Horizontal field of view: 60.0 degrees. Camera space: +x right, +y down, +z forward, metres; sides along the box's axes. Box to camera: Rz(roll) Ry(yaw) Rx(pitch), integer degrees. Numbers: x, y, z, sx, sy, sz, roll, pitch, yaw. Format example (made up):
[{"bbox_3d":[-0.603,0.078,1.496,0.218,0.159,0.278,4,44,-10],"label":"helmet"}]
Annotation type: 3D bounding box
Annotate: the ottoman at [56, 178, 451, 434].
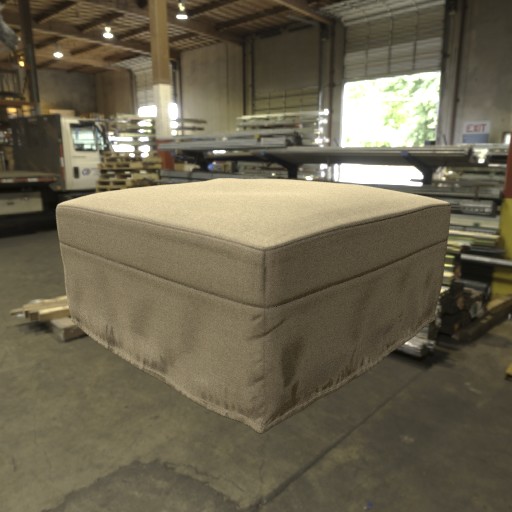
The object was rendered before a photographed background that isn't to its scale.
[{"bbox_3d":[0.000,0.000,1.321,0.840,0.436,0.843,13,19,42],"label":"ottoman"}]
